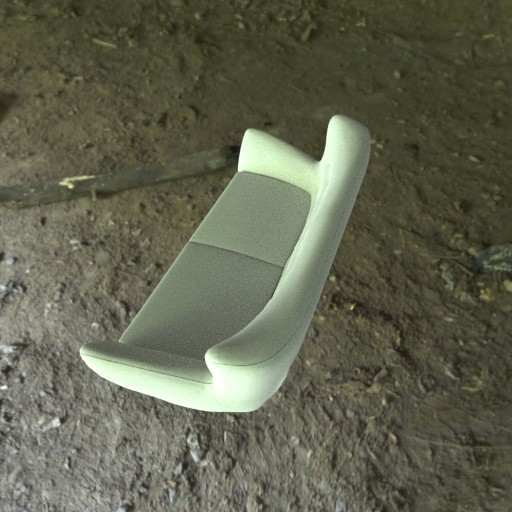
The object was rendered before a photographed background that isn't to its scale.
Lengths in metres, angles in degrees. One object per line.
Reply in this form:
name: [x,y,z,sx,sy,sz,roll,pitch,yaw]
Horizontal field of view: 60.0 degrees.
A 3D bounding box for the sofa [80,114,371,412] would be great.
sofa: [0.000,0.000,2.471,0.899,0.890,1.930,16,49,14]
